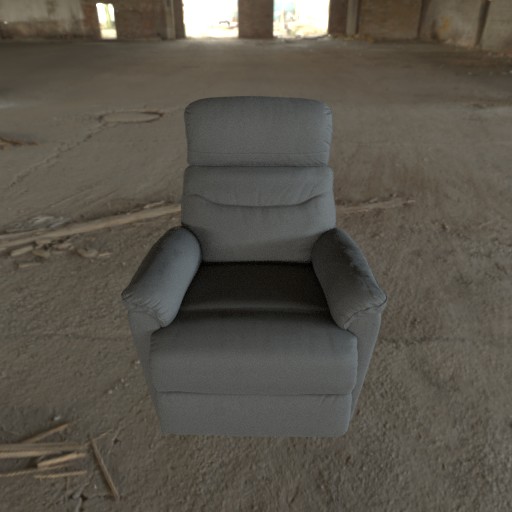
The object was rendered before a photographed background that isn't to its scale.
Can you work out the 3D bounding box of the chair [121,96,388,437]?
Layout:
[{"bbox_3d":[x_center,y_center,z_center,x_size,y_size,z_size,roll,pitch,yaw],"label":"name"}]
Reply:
[{"bbox_3d":[0.000,0.000,1.705,0.820,1.037,1.004,1,29,1],"label":"chair"}]
